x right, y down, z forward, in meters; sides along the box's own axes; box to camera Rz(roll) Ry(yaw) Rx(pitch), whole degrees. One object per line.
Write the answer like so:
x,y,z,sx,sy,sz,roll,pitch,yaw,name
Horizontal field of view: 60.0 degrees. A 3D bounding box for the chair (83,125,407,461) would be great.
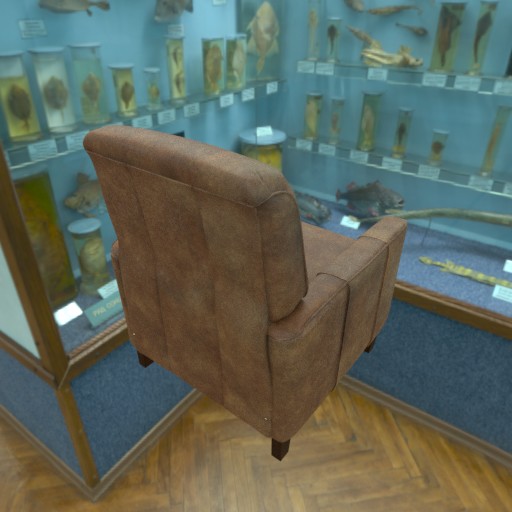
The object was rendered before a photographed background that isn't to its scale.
0.000,0.000,1.650,0.843,1.043,0.836,22,38,32,chair
